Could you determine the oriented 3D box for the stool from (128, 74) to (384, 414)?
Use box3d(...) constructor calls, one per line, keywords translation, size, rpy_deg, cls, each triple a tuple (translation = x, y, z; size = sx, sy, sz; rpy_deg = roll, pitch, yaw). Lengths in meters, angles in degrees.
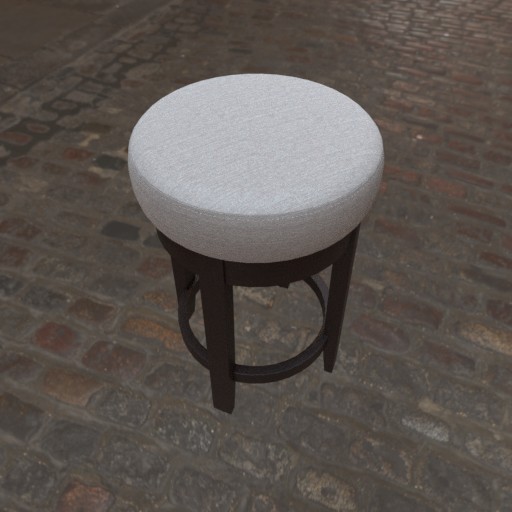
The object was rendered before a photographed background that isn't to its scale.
box3d(translation=(0.000, 0.000, 0.978), size=(0.443, 0.672, 0.443), rpy_deg=(0, 47, 0), cls="stool")
